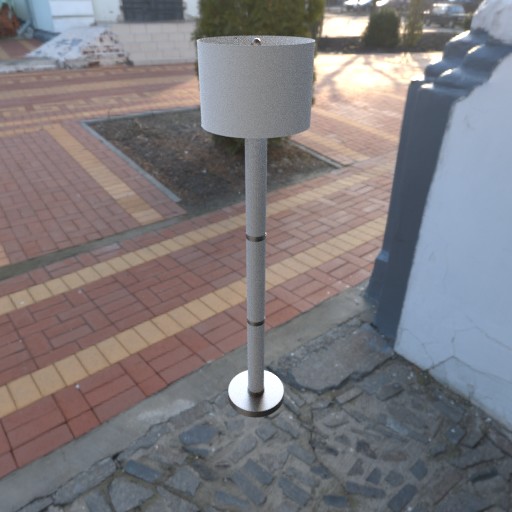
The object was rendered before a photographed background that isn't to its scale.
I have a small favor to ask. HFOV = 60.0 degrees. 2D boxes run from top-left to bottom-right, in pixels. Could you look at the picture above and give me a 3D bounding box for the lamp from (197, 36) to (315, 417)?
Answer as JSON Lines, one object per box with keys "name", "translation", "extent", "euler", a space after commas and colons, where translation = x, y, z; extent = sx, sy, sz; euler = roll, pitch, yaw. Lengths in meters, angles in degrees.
{"name": "lamp", "translation": [0.000, 0.000, 1.807], "extent": [0.377, 1.599, 0.377], "euler": [-12, 32, -19]}
